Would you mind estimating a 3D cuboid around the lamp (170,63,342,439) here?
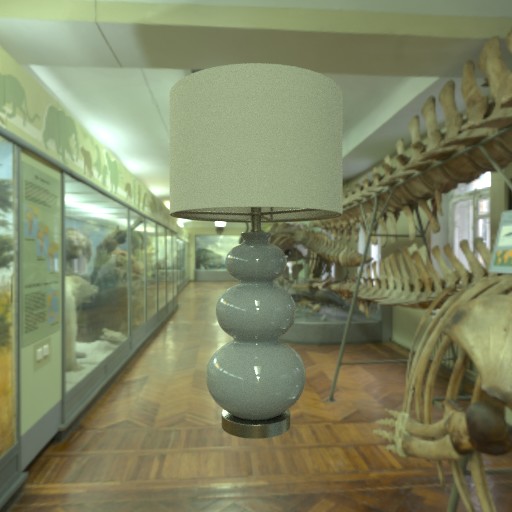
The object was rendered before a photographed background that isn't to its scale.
[{"bbox_3d":[0.000,0.000,0.959,0.367,0.730,0.367,0,0,-35],"label":"lamp"}]
